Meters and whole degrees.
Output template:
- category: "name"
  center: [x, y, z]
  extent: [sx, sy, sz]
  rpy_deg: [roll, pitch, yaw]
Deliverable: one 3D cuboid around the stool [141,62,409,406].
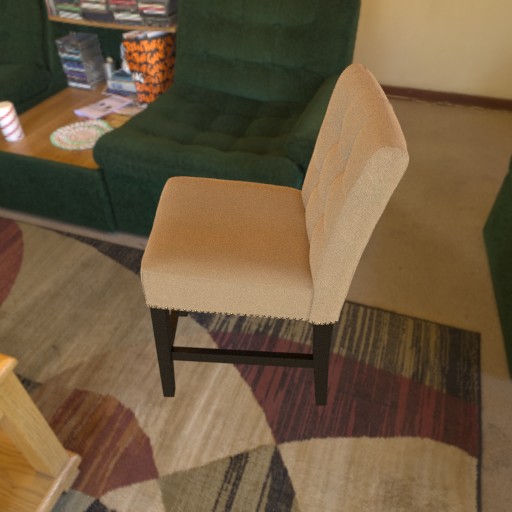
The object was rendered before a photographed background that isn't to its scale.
- category: "stool"
  center: [0.000, 0.000, 1.203]
  extent: [0.571, 0.885, 0.427]
  rpy_deg: [0, 43, 1]
